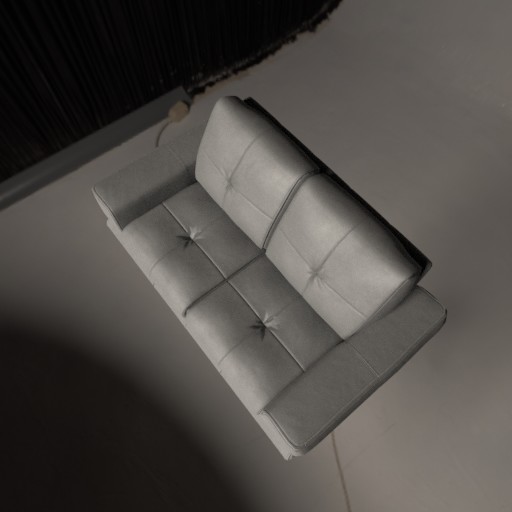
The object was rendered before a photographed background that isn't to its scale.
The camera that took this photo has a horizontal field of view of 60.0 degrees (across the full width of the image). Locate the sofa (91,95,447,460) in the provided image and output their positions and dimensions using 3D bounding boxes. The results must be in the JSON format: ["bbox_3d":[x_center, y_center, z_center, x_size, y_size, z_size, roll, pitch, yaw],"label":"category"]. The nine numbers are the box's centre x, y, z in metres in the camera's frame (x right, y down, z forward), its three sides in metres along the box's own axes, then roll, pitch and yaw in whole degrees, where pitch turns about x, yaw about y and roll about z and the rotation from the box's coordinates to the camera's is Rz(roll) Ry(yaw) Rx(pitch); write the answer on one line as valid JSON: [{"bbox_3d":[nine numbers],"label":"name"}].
[{"bbox_3d":[0.000,0.000,2.386,1.018,0.907,1.806,-36,69,-16],"label":"sofa"}]
